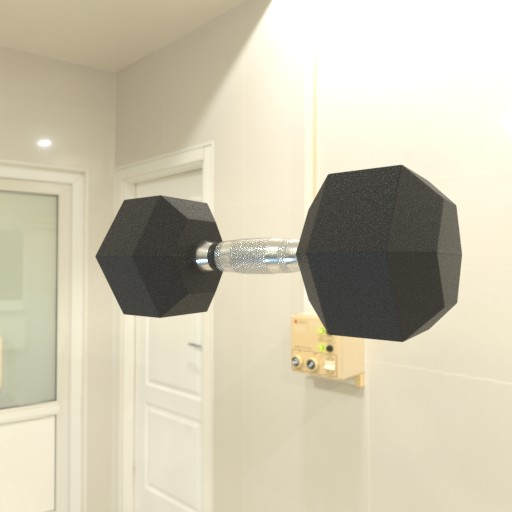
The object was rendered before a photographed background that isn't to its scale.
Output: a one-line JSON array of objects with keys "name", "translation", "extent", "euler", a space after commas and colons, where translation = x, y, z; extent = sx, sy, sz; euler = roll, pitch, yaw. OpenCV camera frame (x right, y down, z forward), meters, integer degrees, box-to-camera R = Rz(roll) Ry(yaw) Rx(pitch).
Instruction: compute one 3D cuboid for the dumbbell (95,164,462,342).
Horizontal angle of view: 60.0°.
[{"name": "dumbbell", "translation": [0.000, 0.000, 0.384], "extent": [0.315, 0.113, 0.129], "euler": [-1, -1, 35]}]
